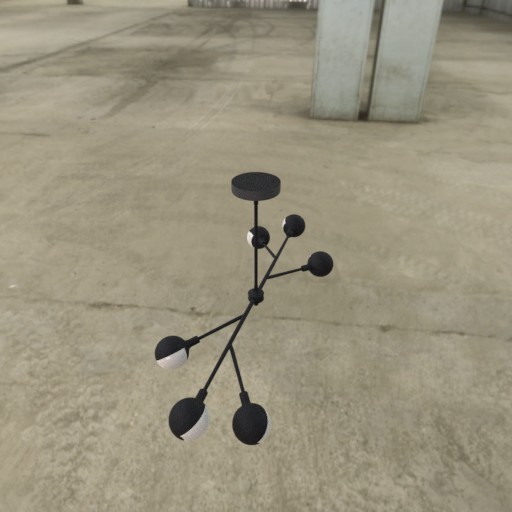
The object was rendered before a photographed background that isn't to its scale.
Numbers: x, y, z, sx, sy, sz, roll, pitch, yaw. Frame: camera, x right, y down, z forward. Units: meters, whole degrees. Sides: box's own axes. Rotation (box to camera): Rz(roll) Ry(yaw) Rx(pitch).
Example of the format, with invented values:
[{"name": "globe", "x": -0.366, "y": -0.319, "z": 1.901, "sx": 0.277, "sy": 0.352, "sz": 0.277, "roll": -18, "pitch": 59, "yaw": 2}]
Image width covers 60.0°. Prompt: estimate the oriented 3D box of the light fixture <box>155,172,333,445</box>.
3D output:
[{"name": "light fixture", "x": 0.000, "y": 0.000, "z": 1.002, "sx": 0.434, "sy": 0.362, "sz": 0.778, "roll": 20, "pitch": 38, "yaw": 28}]
